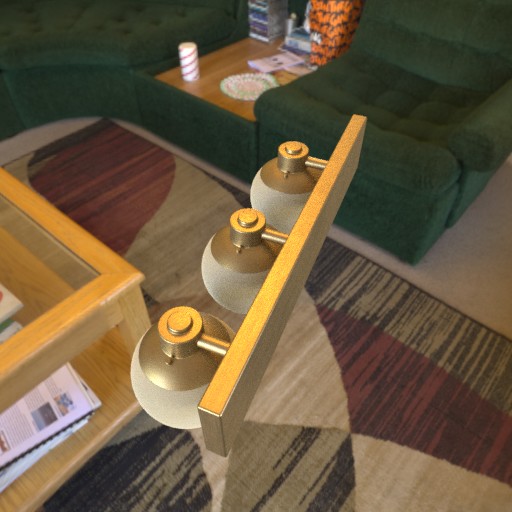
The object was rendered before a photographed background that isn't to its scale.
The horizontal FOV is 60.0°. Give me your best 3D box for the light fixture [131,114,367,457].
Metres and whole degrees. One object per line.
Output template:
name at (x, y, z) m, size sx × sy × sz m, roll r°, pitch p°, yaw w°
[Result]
light fixture at (0.000, 0.000, 0.852) m, size 0.218 × 0.263 × 0.721 m, roll 17°, pitch 49°, yaw 16°
